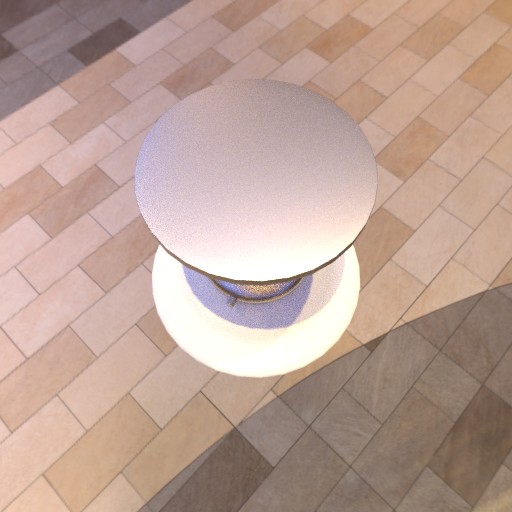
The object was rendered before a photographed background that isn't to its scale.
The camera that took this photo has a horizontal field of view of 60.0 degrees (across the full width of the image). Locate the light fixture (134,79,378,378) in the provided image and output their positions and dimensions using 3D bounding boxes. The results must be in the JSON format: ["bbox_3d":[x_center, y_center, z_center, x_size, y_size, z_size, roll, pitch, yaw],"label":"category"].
[{"bbox_3d":[0.000,0.000,0.391,0.199,0.254,0.199,0,64,0],"label":"light fixture"}]
